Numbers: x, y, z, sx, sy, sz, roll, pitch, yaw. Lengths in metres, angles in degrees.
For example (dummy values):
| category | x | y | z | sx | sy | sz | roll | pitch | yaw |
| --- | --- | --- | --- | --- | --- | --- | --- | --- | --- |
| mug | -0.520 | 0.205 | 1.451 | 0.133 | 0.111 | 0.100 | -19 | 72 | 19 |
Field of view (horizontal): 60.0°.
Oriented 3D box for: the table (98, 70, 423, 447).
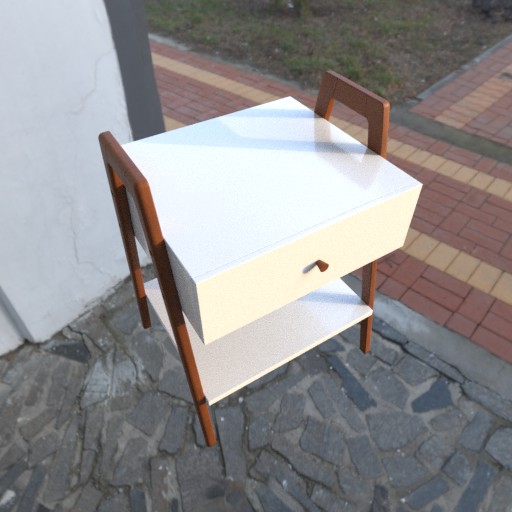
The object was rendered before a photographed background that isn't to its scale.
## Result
| category | x | y | z | sx | sy | sz | roll | pitch | yaw |
| --- | --- | --- | --- | --- | --- | --- | --- | --- | --- |
| table | 0.000 | 0.000 | 0.915 | 0.457 | 0.610 | 0.405 | -24 | 49 | -22 |
